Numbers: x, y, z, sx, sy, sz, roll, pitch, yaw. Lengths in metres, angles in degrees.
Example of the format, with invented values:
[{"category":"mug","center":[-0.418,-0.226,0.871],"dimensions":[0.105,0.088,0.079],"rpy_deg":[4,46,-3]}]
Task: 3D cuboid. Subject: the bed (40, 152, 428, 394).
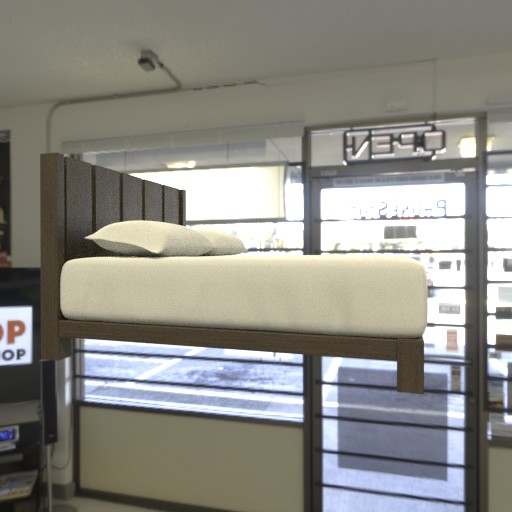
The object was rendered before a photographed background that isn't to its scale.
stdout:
[{"category":"bed","center":[0.000,0.000,3.216],"dimensions":[2.242,1.270,1.727],"rpy_deg":[0,1,18]}]
